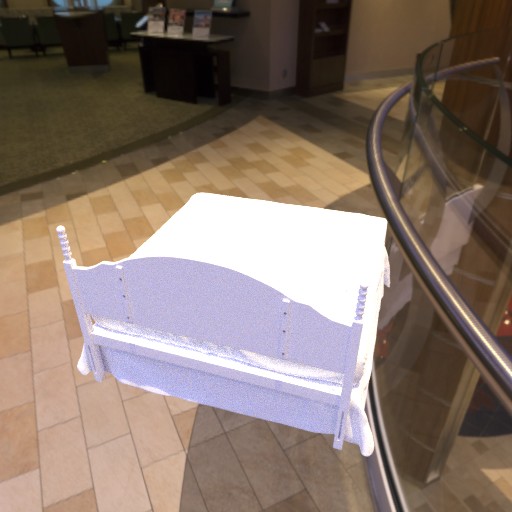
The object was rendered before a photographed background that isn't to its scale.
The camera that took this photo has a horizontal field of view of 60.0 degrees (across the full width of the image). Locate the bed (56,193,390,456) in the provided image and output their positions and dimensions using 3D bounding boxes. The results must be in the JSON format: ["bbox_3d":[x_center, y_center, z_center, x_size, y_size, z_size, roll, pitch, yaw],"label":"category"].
[{"bbox_3d":[0.000,0.000,3.719,2.322,1.355,2.219,10,34,15],"label":"bed"}]
